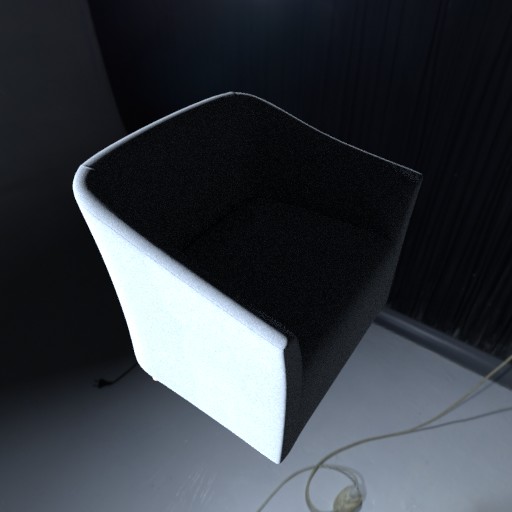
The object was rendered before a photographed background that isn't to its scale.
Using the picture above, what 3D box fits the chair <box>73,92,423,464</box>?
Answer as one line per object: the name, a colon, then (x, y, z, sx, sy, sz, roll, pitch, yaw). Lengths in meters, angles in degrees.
chair: (0.000, 0.000, 1.366, 0.700, 0.720, 0.790, 24, 46, 26)
